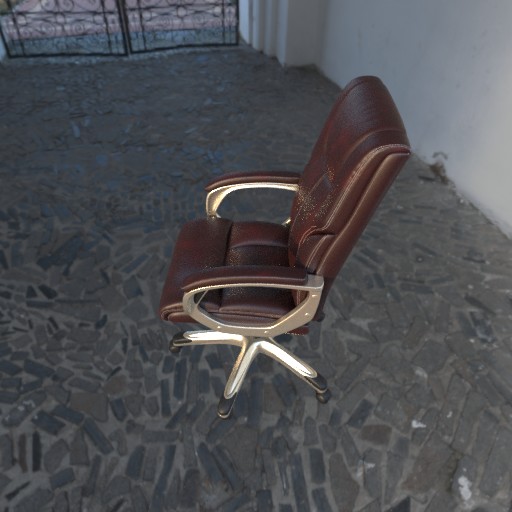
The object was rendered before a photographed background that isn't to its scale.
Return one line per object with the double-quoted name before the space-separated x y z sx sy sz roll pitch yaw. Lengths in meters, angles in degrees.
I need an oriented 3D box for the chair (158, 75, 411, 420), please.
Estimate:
"chair" 0.000 0.000 1.529 0.739 1.107 0.662 2 42 2
